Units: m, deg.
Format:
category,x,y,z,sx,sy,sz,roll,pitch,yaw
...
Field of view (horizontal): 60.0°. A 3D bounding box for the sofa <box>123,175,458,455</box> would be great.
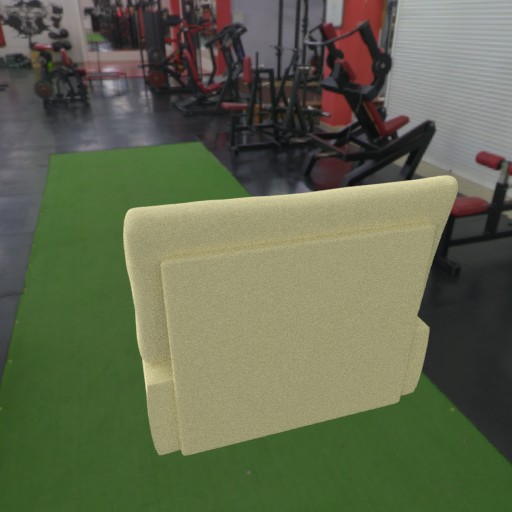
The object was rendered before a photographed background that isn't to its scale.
category,x,y,z,sx,sy,sz,roll,pitch,yaw
sofa,0.000,0.000,1.689,0.930,0.820,1.000,-8,29,-15
